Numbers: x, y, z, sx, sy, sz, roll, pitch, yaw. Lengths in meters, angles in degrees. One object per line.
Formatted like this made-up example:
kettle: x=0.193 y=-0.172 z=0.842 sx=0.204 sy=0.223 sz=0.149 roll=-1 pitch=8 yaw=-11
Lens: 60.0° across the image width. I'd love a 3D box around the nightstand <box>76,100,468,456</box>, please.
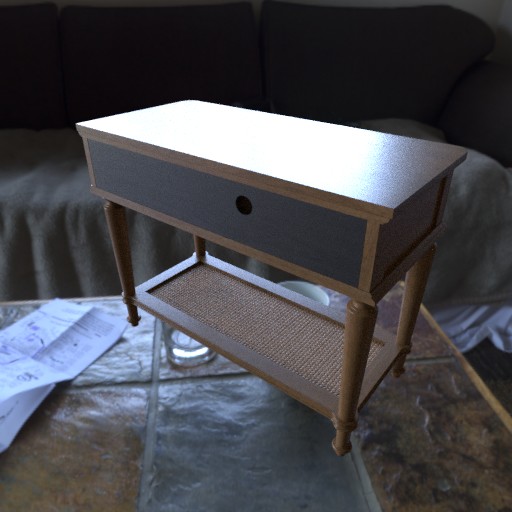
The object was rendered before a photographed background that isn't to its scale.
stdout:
nightstand: x=0.000 y=0.000 z=1.285 sx=0.914 sy=0.700 sz=0.432 roll=22 pitch=36 yaw=33
